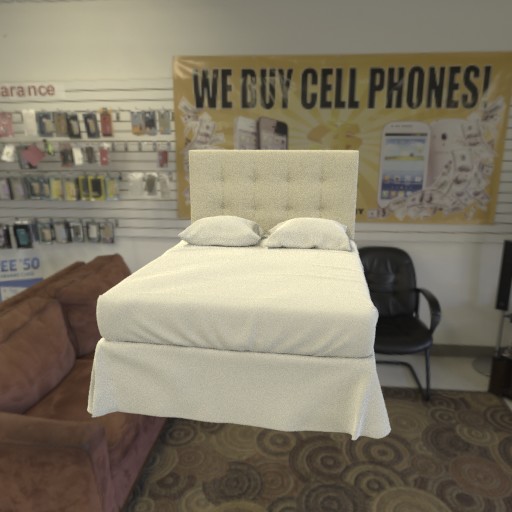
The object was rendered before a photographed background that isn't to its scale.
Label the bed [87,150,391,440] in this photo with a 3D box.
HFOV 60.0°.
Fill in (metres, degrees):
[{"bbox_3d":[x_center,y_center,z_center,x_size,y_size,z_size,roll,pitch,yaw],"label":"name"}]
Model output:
[{"bbox_3d":[0.000,0.000,3.456,1.936,1.577,2.222,2,15,9],"label":"bed"}]
